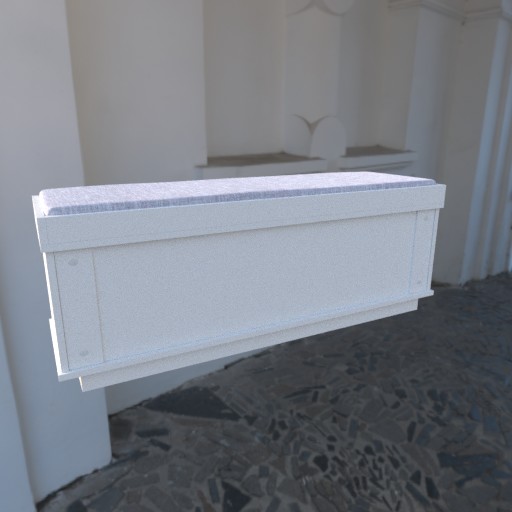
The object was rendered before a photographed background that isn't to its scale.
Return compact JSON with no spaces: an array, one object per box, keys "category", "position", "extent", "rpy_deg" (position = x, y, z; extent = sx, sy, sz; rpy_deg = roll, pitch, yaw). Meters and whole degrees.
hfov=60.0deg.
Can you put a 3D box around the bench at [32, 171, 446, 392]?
[{"category":"bench","position":[0.000,0.000,1.381],"extent":[1.196,0.453,0.363],"rpy_deg":[-8,18,-26]}]
